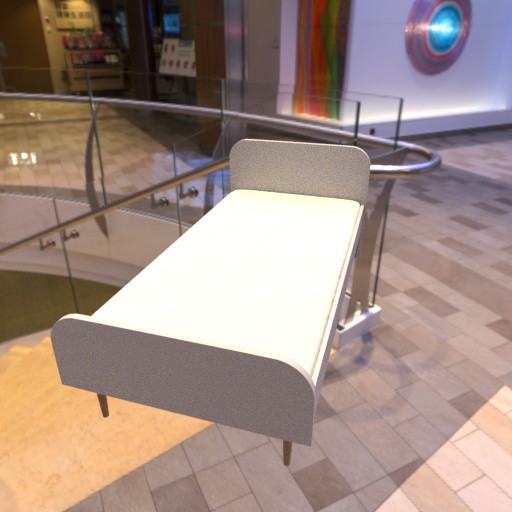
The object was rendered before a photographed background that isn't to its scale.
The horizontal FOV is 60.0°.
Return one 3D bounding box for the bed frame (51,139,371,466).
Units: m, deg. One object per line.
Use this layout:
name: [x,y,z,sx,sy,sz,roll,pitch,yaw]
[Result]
bed frame: [0.000,0.000,2.381,0.998,0.805,1.963,8,28,15]
